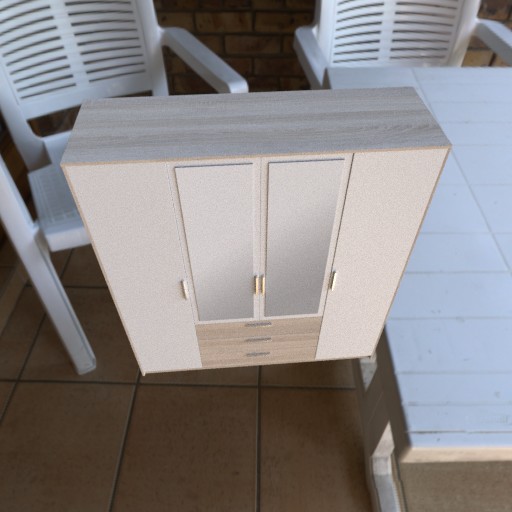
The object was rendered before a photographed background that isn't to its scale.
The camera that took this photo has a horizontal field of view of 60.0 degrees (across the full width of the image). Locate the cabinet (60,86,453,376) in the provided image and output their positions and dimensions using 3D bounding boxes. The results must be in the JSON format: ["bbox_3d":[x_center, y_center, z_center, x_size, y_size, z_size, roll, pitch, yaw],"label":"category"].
[{"bbox_3d":[0.000,0.000,3.058,1.870,2.060,0.620,-3,47,-3],"label":"cabinet"}]
